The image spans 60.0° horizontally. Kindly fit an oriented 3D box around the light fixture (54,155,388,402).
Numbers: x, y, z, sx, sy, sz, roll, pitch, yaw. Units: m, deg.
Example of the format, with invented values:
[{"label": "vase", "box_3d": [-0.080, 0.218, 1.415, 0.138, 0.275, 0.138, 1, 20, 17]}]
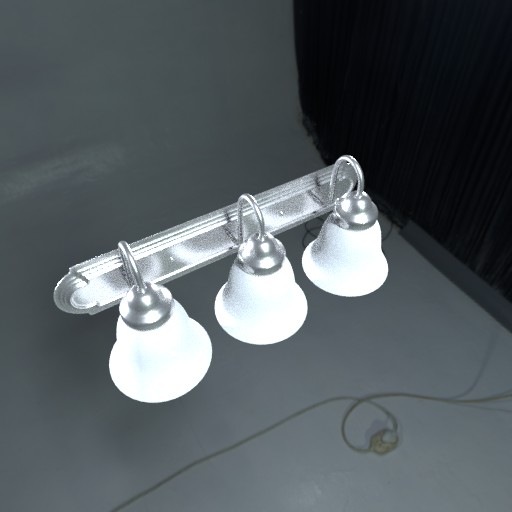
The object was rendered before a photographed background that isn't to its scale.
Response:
[{"label": "light fixture", "box_3d": [0.000, 0.000, 0.721, 0.610, 0.222, 0.199, -24, 51, -21]}]
